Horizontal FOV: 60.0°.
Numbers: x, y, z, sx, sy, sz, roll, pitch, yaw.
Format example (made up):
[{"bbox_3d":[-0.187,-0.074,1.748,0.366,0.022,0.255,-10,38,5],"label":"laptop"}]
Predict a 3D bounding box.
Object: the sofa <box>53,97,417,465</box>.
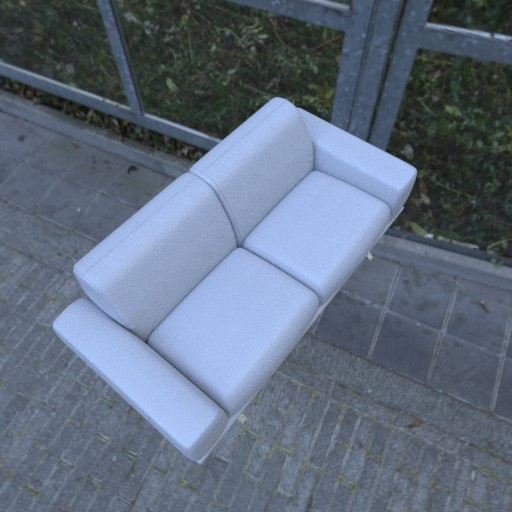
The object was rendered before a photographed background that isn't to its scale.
[{"bbox_3d":[0.000,0.000,2.365,0.900,0.772,1.901,34,64,20],"label":"sofa"}]
